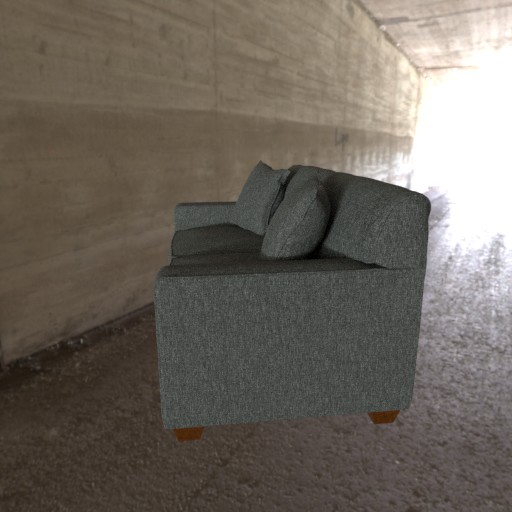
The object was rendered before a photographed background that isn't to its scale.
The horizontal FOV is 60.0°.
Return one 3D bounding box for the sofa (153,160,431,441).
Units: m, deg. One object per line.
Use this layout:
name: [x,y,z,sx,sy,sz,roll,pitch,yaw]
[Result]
sofa: [0.000,0.000,2.419,0.998,0.958,1.846,-2,15,-8]
